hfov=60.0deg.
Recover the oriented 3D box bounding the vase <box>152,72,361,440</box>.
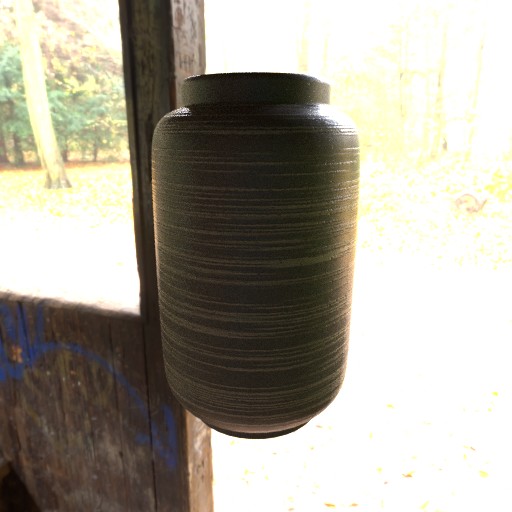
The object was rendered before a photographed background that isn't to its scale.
[{"bbox_3d":[0.000,0.000,0.674,0.297,0.499,0.297,0,16,0],"label":"vase"}]
